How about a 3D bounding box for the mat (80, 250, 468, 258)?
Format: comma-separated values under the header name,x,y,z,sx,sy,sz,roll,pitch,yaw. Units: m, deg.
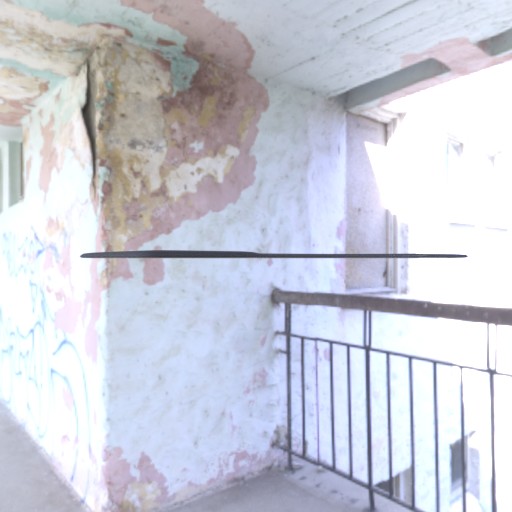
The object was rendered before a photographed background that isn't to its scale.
name,x,y,z,sx,sy,sz,roll,pitch,yaw
mat,0.000,0.000,1.548,1.220,0.016,0.917,0,0,-38
